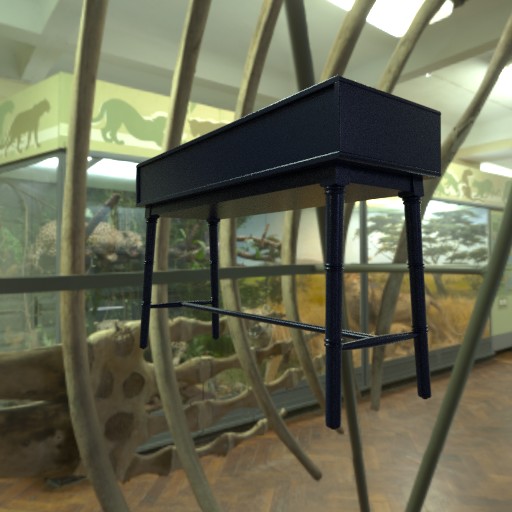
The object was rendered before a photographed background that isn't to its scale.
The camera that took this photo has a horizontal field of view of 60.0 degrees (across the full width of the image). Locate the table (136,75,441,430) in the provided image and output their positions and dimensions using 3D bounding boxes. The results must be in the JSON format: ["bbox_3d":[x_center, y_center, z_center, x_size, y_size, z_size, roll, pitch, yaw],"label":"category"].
[{"bbox_3d":[0.000,0.000,1.483,0.399,0.749,1.118,0,0,-37],"label":"table"}]
